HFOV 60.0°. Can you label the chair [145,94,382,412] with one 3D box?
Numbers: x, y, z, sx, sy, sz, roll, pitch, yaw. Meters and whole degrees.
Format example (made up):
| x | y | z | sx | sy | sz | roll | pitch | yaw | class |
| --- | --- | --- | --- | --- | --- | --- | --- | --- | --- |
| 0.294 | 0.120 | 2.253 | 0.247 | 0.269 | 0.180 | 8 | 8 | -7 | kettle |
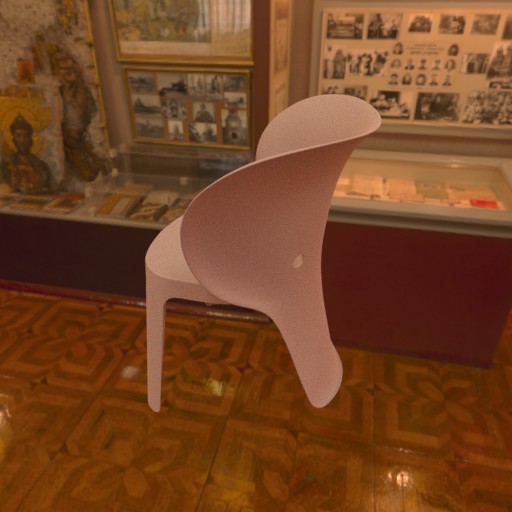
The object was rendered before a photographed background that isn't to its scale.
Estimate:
| x | y | z | sx | sy | sz | roll | pitch | yaw | class |
| --- | --- | --- | --- | --- | --- | --- | --- | --- | --- |
| 0.000 | 0.000 | 0.866 | 0.402 | 0.554 | 0.451 | 8 | 31 | 13 | chair |
